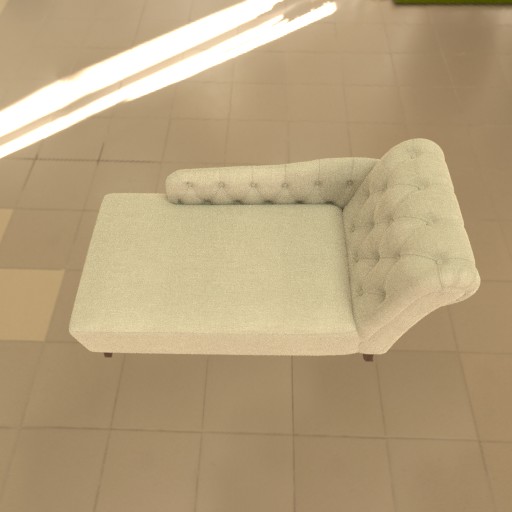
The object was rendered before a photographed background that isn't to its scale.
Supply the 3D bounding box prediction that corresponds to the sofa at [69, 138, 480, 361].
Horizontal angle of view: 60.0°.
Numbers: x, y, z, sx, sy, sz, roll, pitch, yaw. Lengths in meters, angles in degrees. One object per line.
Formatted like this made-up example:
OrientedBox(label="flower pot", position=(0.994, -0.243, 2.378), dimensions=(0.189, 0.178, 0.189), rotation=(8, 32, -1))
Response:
OrientedBox(label="sofa", position=(0.000, 0.000, 1.781), dimensions=(1.379, 0.787, 0.675), rotation=(1, 57, 1))
